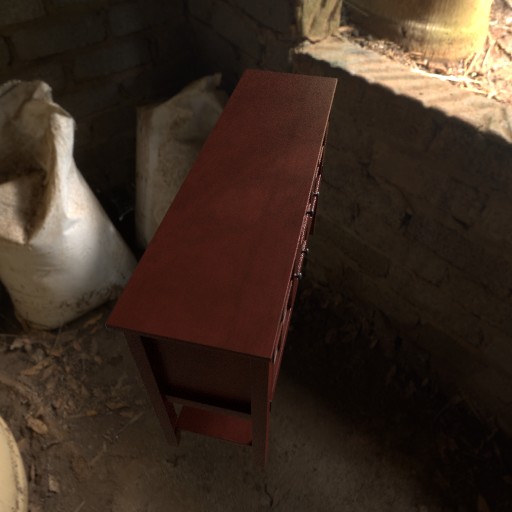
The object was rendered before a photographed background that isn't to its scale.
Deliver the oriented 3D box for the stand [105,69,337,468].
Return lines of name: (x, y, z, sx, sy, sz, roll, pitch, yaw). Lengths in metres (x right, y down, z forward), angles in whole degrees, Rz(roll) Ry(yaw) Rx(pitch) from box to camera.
stand: (0.000, 0.000, 1.776, 0.410, 0.872, 1.362, 10, 48, 9)
